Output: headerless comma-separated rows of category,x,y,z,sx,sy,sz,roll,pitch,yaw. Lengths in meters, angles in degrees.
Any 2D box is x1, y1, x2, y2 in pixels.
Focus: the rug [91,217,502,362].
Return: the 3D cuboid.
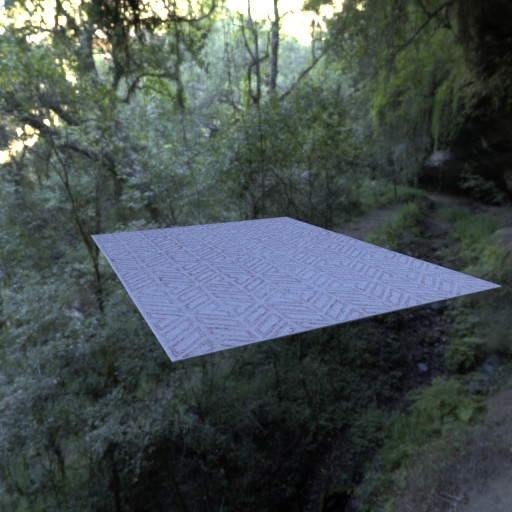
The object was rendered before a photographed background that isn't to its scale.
rug,0.000,0.000,3.959,2.421,0.008,3.045,-8,17,-26
